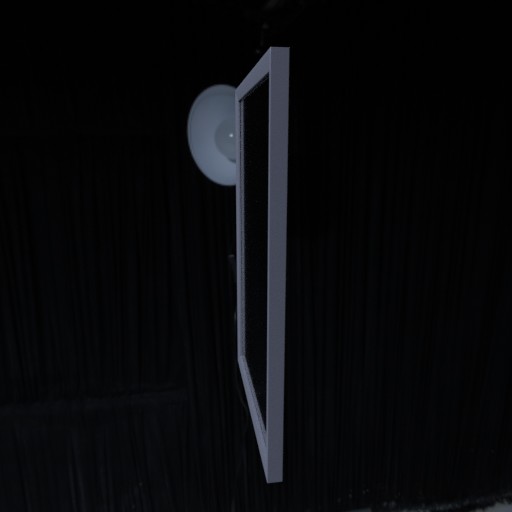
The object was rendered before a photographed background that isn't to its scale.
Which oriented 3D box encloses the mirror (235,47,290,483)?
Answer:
[{"bbox_3d":[0.000,0.000,1.195,0.040,0.915,0.609,-2,14,-8],"label":"mirror"}]
